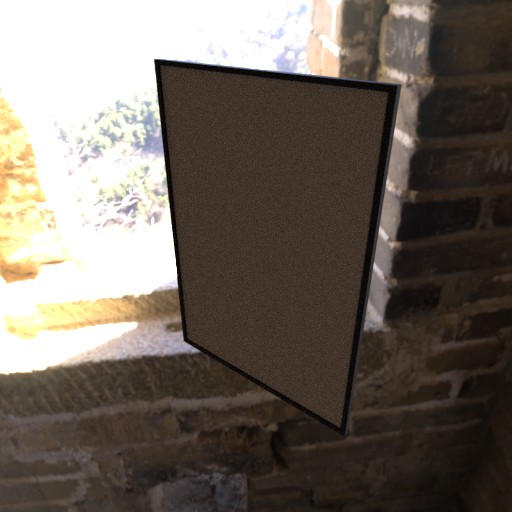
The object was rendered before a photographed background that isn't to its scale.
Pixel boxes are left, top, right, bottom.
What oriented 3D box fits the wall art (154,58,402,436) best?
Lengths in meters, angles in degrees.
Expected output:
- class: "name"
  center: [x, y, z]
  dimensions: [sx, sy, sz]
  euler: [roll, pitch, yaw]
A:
- class: "wall art"
  center: [0.000, 0.000, 0.844]
  dimensions: [0.460, 0.660, 0.013]
  euler: [22, 36, 32]
